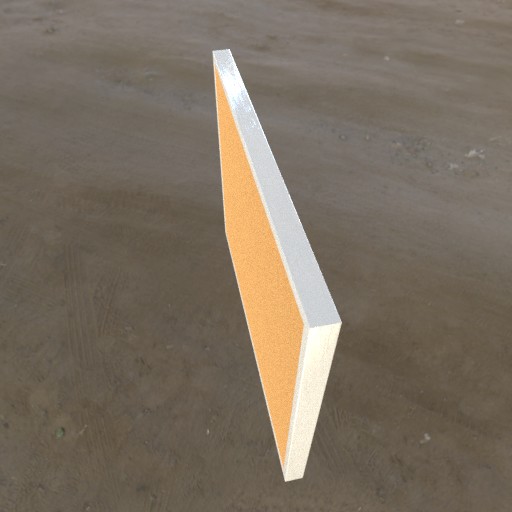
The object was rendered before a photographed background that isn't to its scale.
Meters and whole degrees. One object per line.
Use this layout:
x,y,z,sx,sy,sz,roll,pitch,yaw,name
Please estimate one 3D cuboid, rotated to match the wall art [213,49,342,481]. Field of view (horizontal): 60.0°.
0.000,0.000,1.325,0.053,0.787,1.041,-9,48,-8,wall art
